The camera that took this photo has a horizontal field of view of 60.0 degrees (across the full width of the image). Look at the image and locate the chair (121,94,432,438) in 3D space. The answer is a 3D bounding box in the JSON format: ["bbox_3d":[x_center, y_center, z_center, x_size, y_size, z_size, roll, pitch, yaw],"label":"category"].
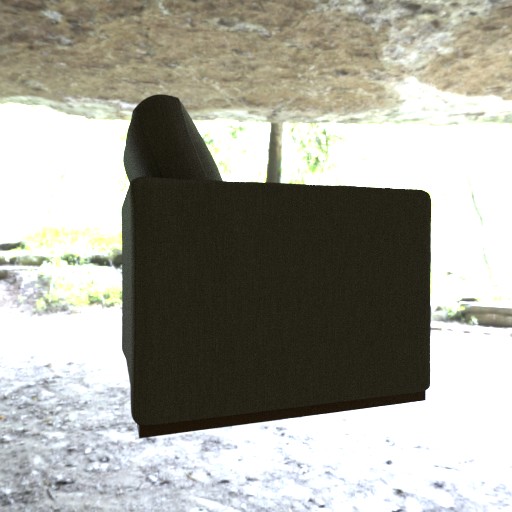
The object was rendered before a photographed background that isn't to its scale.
[{"bbox_3d":[0.000,0.000,1.463,0.834,0.811,0.763,0,1,-19],"label":"chair"}]
